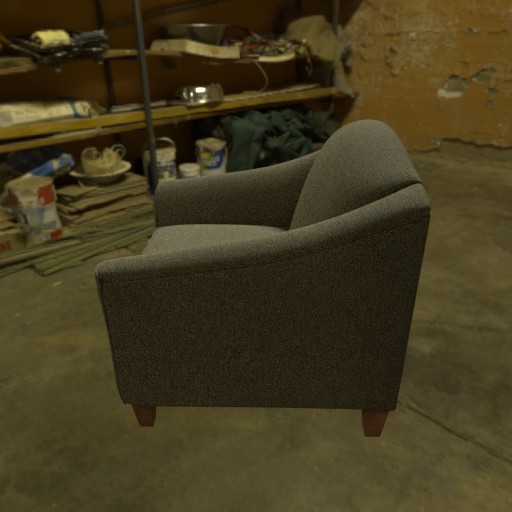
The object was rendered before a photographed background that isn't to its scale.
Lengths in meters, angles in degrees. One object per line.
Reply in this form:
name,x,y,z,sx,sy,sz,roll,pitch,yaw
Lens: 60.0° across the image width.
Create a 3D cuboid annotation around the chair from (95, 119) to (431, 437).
chair,0.000,0.000,1.426,0.787,0.839,0.763,0,25,1
